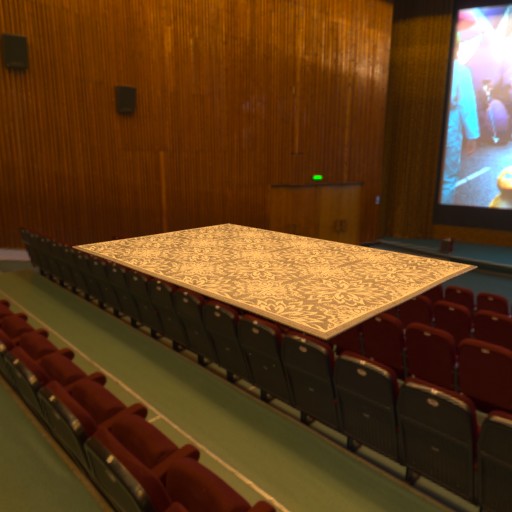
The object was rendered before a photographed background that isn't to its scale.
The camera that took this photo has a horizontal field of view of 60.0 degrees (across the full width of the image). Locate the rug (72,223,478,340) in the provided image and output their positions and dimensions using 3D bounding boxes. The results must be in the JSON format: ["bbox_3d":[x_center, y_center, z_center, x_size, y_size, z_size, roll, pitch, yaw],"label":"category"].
[{"bbox_3d":[0.000,0.000,2.385,1.224,0.012,1.847,-13,18,-43],"label":"rug"}]
